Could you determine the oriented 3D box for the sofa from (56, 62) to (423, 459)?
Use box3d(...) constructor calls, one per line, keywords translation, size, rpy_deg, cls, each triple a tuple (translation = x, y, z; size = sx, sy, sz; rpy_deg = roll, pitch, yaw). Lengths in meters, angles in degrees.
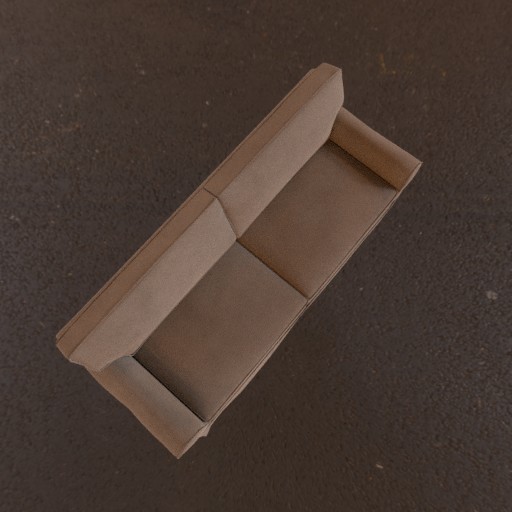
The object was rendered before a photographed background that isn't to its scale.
box3d(translation=(0.000, 0.000, 2.675), size=(0.900, 1.014, 2.246), rpy_deg=(39, 78, 10), cls="sofa")
